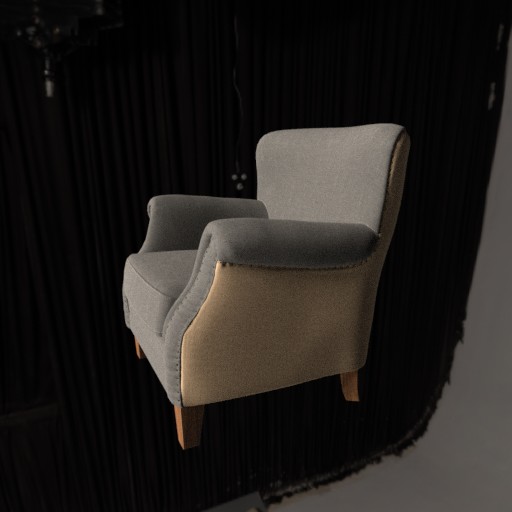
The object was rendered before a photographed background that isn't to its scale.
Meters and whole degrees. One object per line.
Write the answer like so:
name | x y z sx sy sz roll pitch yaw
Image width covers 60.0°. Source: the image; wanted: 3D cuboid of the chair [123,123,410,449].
chair | 0.000 0.000 1.648 0.921 0.936 0.861 -7 15 -26
